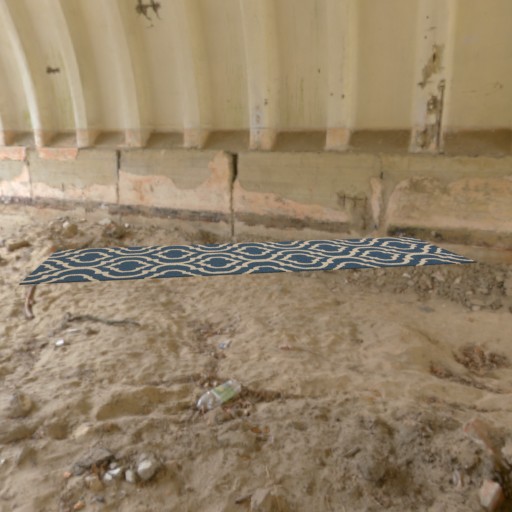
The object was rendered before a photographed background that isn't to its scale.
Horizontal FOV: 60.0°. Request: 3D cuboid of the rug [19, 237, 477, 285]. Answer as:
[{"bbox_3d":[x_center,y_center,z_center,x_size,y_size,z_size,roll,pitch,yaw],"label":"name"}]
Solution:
[{"bbox_3d":[0.000,0.000,2.523,2.296,0.006,0.685,-2,14,-9],"label":"rug"}]
